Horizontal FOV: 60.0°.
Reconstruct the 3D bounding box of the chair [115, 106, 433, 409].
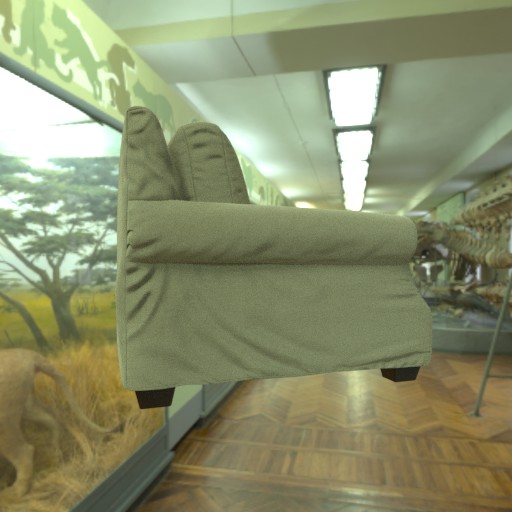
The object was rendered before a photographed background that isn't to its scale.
[{"bbox_3d":[0.000,0.000,1.746,1.066,0.866,0.940,0,0,-18],"label":"chair"}]
